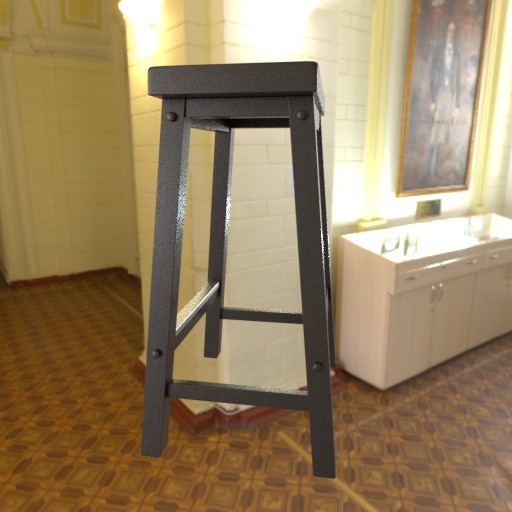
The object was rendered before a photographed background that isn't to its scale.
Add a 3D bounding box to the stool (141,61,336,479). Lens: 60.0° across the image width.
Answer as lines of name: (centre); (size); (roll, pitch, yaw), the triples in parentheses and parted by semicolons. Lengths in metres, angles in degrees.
stool: (0.000, 0.000, 0.841); (0.322, 0.610, 0.406); (2, 13, 10)
